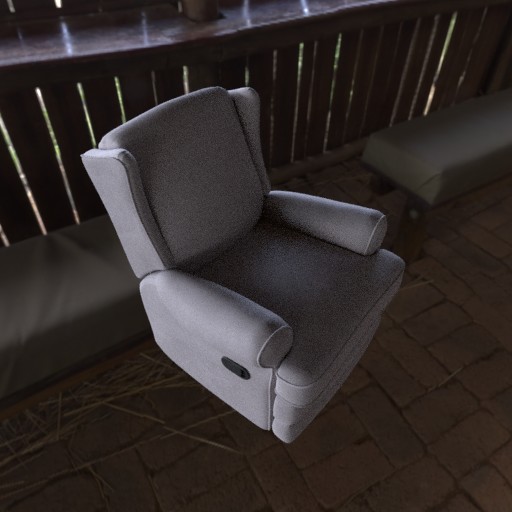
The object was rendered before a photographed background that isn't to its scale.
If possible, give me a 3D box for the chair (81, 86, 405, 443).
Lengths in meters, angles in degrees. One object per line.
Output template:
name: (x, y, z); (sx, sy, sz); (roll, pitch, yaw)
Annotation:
chair: (0.000, 0.000, 1.714); (0.969, 1.011, 0.847); (28, 49, 27)
